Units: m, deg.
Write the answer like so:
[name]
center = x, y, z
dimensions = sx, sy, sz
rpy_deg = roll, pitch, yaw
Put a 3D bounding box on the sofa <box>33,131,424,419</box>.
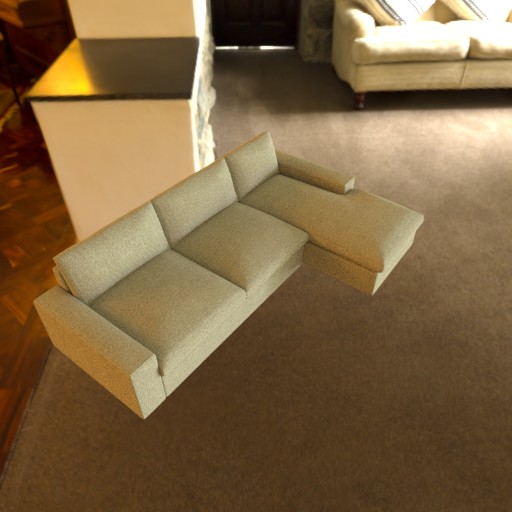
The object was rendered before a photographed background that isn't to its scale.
[sofa]
center = 0.000, 0.000, 3.449
dimensions = 1.689, 0.813, 2.718
rpy_deg = 26, 48, 27
